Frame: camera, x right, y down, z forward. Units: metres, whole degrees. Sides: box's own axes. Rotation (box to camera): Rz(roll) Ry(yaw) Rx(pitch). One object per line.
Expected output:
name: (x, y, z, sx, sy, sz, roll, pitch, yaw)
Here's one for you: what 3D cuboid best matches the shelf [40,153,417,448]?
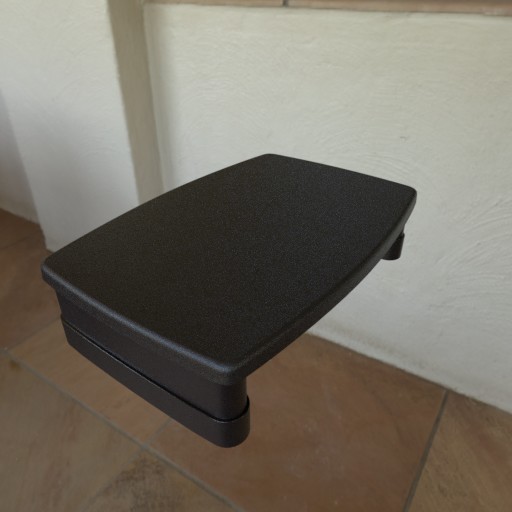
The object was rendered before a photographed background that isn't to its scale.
shelf: (0.000, 0.000, 0.527, 0.280, 0.100, 0.410, 21, 38, 30)
